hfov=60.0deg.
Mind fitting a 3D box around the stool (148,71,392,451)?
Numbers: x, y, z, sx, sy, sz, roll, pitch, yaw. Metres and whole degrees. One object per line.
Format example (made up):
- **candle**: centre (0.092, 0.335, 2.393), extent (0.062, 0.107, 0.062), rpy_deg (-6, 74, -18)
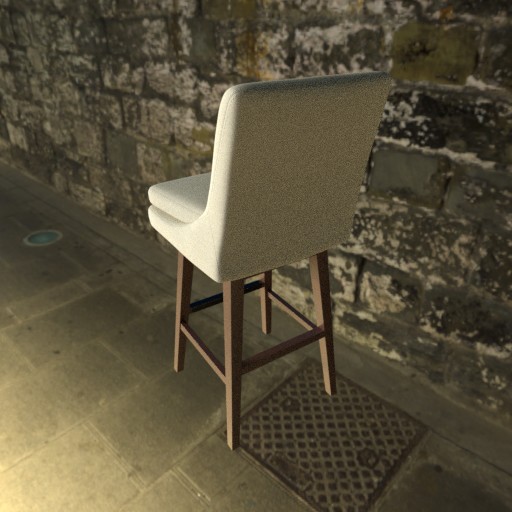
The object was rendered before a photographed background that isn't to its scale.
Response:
- **stool**: centre (0.000, 0.000, 1.376), extent (0.483, 1.093, 0.559), rpy_deg (-18, 34, -29)
